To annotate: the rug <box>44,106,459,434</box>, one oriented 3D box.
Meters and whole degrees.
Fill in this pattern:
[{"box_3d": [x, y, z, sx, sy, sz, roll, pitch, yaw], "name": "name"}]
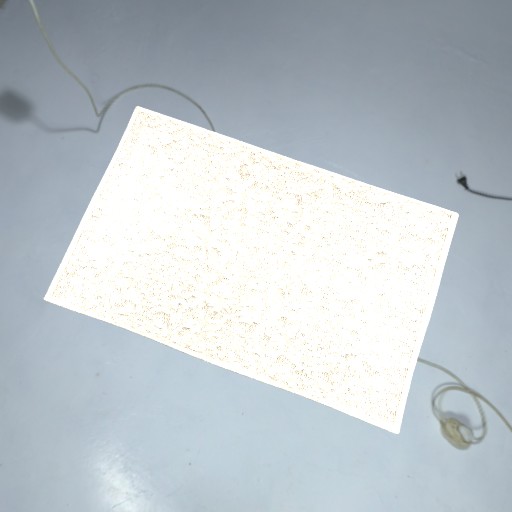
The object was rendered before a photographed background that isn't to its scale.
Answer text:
[{"box_3d": [0.000, 0.000, 2.997, 2.435, 0.012, 1.529, 20, 77, 5], "name": "rug"}]
